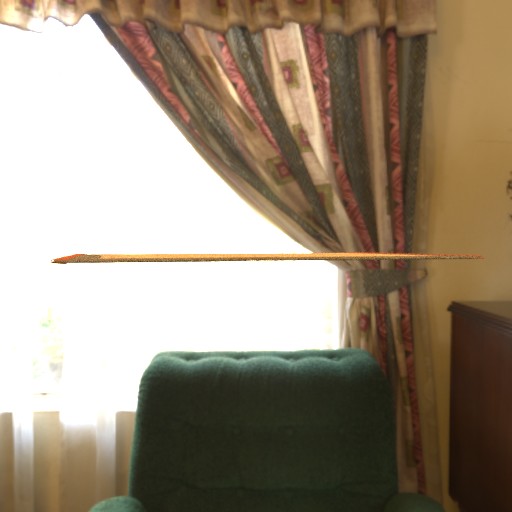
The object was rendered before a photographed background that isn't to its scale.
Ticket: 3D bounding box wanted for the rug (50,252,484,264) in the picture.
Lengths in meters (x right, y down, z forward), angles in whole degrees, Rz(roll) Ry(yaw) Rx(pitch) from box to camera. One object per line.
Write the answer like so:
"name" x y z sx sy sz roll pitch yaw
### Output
"rug" 0.000 0.000 2.317 1.838 0.019 1.220 0 1 -18
